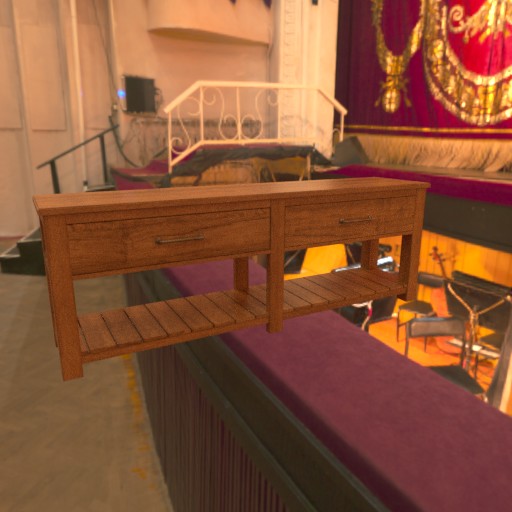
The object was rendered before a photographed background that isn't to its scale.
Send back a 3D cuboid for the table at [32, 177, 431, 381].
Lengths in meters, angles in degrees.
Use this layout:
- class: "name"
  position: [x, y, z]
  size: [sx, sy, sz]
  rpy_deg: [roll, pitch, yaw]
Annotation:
- class: "table"
  position: [0.000, 0.000, 2.096]
  size: [1.815, 0.635, 0.425]
  rpy_deg: [-8, 17, -27]
